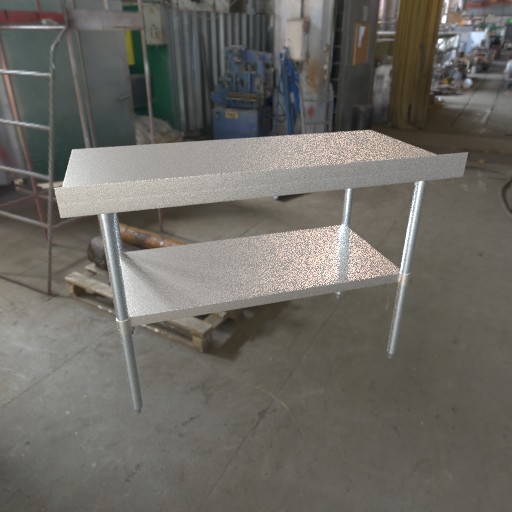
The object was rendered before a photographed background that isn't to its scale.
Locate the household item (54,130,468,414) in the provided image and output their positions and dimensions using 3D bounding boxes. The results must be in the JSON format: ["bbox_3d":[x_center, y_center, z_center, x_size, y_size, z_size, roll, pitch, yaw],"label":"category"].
[{"bbox_3d":[0.000,0.000,1.698,1.219,0.851,0.610,-8,28,-15],"label":"household item"}]
